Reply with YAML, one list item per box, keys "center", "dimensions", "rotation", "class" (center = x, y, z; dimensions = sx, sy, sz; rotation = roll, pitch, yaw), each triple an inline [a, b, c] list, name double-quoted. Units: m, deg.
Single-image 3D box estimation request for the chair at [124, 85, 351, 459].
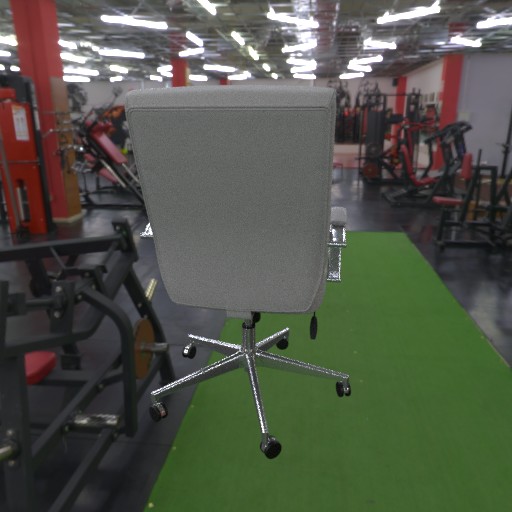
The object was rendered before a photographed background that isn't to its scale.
- center: [0.000, 0.000, 1.577]
  dimensions: [0.727, 1.099, 0.745]
  rotation: [3, 17, 9]
  class: "chair"
